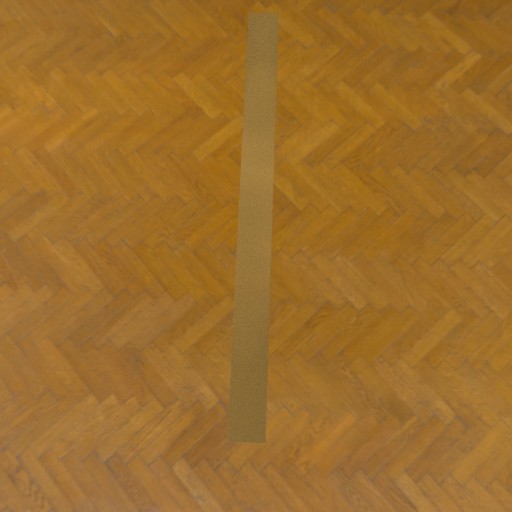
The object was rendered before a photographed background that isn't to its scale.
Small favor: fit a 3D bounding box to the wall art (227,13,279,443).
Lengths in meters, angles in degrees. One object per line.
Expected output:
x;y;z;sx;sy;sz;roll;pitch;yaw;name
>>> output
0.000;0.000;0.746;0.038;0.508;0.507;2;76;1;wall art
